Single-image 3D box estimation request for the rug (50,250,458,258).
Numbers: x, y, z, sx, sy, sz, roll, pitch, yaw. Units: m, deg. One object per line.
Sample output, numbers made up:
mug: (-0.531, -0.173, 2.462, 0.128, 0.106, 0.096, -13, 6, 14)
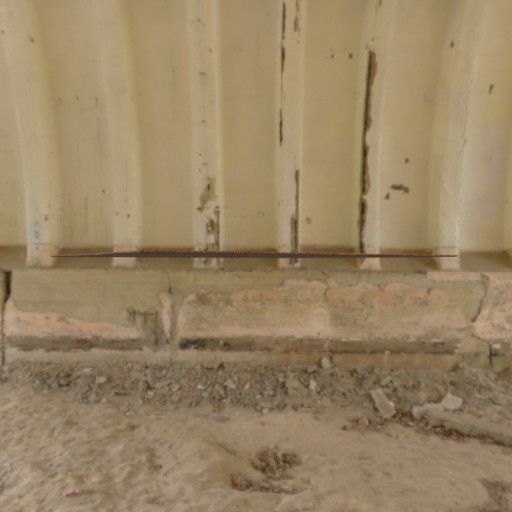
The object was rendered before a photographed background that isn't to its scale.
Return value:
rug: (0.000, 0.000, 5.258, 3.965, 0.025, 2.803, 1, -1, -36)
